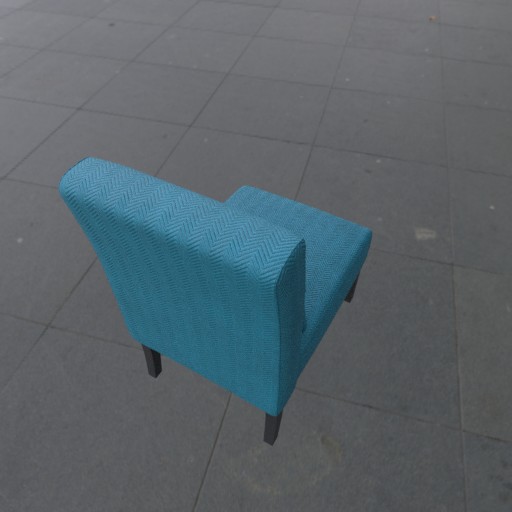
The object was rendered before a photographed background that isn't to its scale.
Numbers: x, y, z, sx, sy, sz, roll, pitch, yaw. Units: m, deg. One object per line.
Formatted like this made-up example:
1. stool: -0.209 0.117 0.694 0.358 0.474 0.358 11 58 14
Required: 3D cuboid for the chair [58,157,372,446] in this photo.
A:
1. chair: 0.000 0.000 1.435 0.579 0.927 0.808 23 50 20
